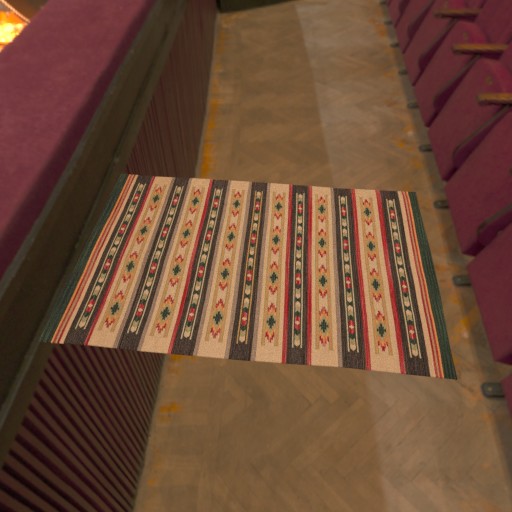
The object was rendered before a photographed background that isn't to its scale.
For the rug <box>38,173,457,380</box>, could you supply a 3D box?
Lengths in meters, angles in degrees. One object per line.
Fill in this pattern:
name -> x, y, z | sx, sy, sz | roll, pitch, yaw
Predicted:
rug -> 0.000, 0.000, 2.313 | 1.825, 0.009, 1.221 | 4, 48, 4
